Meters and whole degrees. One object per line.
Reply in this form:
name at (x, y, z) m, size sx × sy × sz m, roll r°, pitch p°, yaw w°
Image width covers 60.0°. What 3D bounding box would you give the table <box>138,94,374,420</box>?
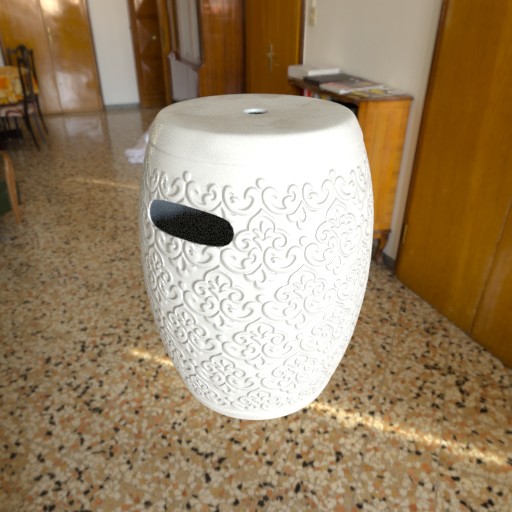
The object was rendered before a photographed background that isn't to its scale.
table at (0.000, 0.000, 0.620) m, size 0.309 × 0.397 × 0.309 m, roll 0°, pitch 30°, yaw 0°
